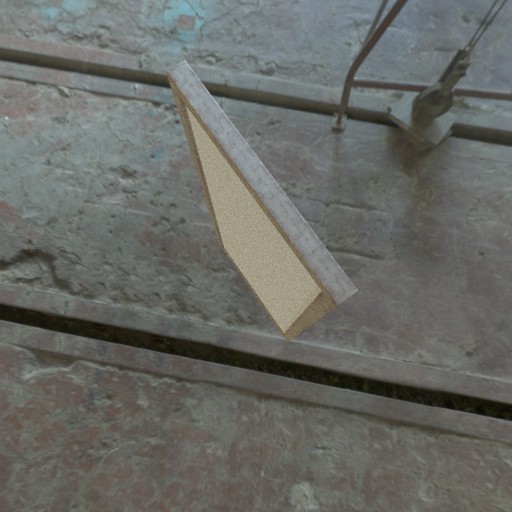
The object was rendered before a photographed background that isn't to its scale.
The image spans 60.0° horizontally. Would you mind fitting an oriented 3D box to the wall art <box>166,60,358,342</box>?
[{"bbox_3d":[0.000,0.000,1.653,0.051,1.461,0.648,-34,79,-8],"label":"wall art"}]
